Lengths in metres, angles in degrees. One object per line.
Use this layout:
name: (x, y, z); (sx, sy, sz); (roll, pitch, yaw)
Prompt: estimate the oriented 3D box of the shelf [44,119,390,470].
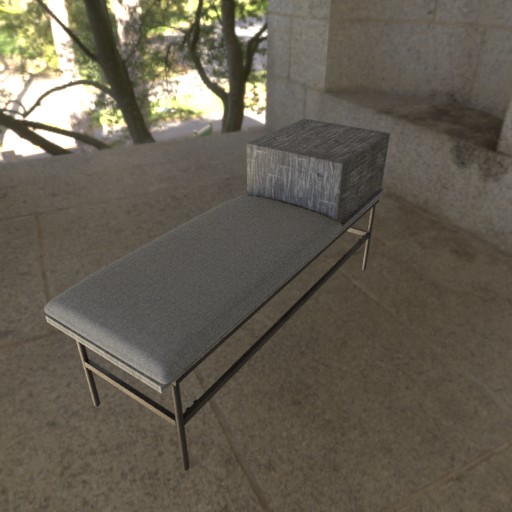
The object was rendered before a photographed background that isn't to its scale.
shelf: (0.000, 0.000, 1.581); (0.457, 0.633, 1.342); (20, 37, 29)
